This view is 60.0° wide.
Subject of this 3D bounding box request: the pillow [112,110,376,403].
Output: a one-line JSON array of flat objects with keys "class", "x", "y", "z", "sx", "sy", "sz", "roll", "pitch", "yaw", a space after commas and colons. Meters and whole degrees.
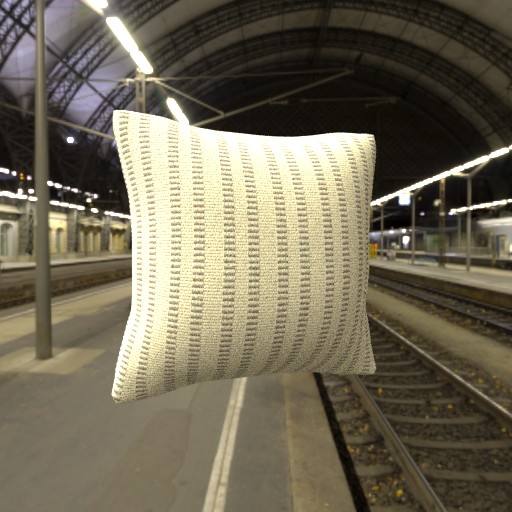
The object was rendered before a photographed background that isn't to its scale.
[{"class": "pillow", "x": 0.000, "y": 0.000, "z": 0.702, "sx": 0.438, "sy": 0.419, "sz": 0.247, "roll": -1, "pitch": 2, "yaw": -19}]
